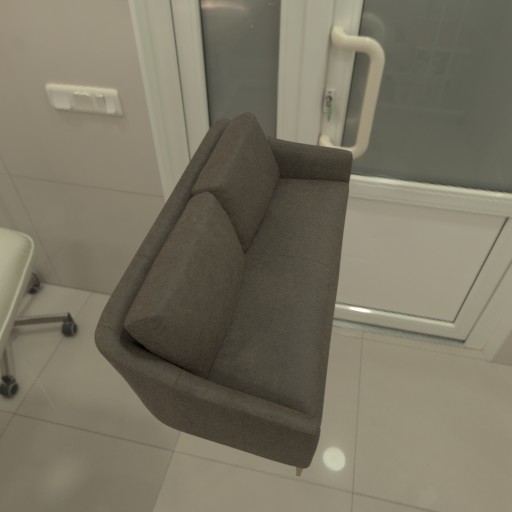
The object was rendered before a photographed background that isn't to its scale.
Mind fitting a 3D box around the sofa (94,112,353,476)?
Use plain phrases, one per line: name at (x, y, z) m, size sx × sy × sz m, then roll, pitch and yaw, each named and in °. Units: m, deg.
sofa at (0.000, 0.000, 2.525) m, size 0.960 × 0.902 × 2.036 m, roll 9°, pitch 46°, yaw 9°
